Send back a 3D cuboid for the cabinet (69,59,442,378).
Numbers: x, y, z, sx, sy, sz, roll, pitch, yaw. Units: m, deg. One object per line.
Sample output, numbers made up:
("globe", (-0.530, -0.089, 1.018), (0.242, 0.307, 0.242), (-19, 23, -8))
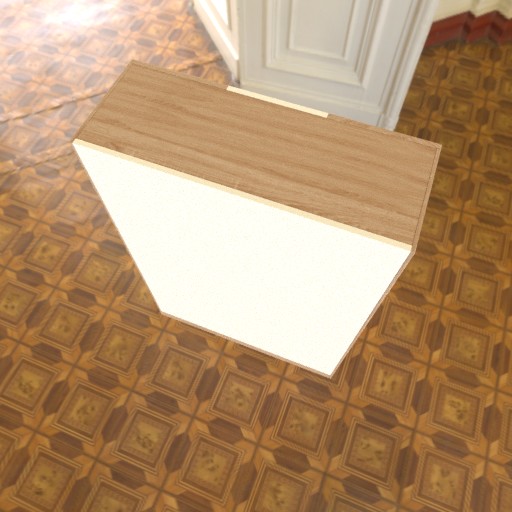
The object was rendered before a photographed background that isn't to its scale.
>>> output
("cabinet", (0.000, 0.000, 2.844), (1.500, 2.120, 0.590), (19, 64, 10))
